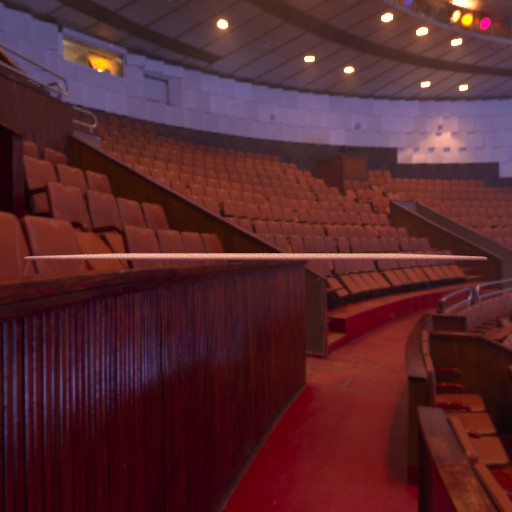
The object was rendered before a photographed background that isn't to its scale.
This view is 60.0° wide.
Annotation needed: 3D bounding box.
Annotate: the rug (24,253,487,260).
[{"bbox_3d":[0.000,0.000,2.127,1.678,0.013,1.078,0,1,1],"label":"rug"}]
